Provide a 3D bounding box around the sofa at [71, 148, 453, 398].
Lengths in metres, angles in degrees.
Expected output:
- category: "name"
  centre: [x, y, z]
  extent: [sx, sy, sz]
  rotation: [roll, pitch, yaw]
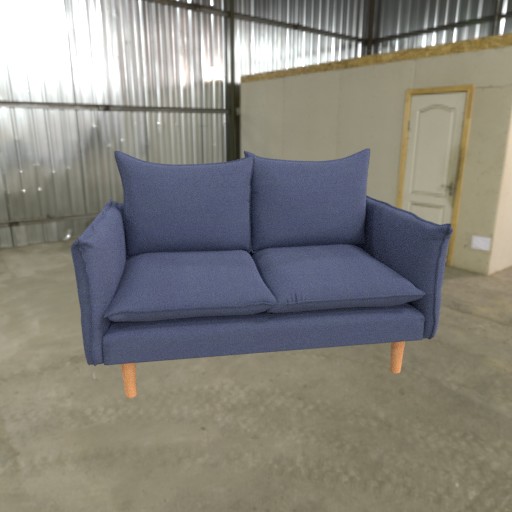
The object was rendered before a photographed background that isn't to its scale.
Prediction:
- category: "sofa"
  centre: [0.000, 0.000, 1.846]
  extent: [1.300, 0.840, 0.820]
  rotation: [-3, 17, -9]
